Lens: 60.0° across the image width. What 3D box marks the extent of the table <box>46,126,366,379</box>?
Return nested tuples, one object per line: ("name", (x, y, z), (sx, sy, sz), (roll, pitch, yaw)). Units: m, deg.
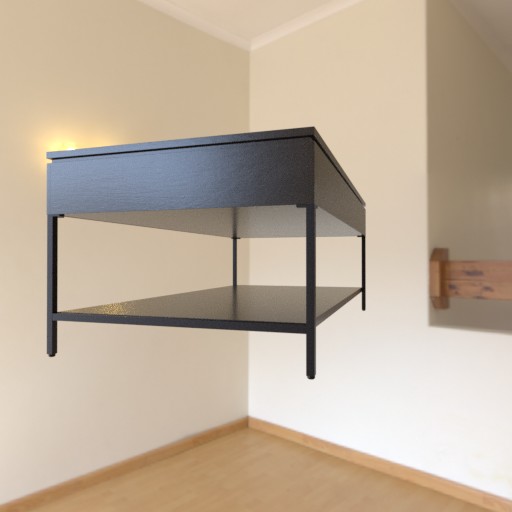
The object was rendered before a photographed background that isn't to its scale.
("table", (0.000, 0.000, 1.367), (0.574, 0.435, 1.095), (0, 0, 18))
